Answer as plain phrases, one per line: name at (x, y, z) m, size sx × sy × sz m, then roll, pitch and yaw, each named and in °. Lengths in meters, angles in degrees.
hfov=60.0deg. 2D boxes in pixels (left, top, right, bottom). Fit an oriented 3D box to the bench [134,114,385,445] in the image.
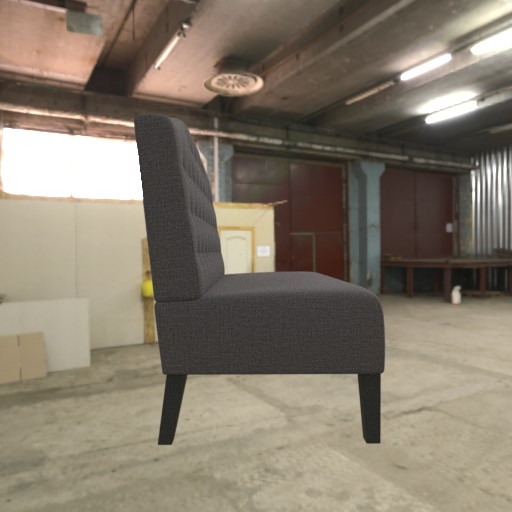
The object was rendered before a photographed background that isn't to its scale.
bench at (0.000, 0.000, 2.044) m, size 0.815 × 1.180 × 1.335 m, roll 0°, pitch 1°, yaw -1°
